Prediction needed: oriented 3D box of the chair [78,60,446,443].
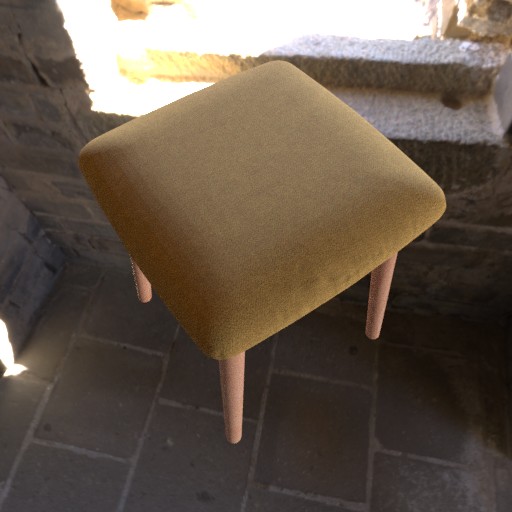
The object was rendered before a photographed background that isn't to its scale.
[{"bbox_3d":[0.000,0.000,0.690,0.350,0.440,0.350,-31,63,-18],"label":"chair"}]
